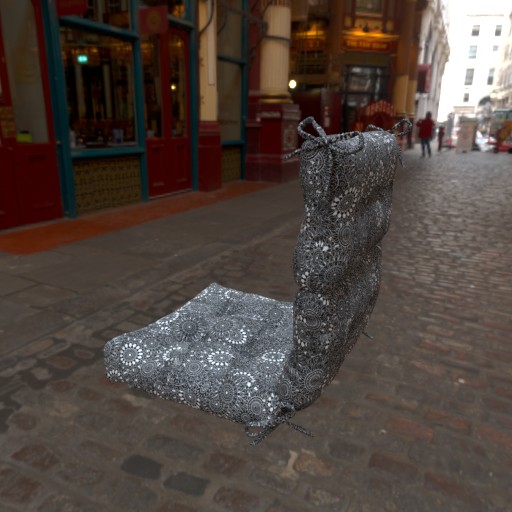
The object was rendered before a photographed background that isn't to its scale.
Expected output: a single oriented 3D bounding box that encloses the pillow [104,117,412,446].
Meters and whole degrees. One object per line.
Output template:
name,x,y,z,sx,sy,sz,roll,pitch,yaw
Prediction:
pillow,0.000,0.000,1.016,0.571,0.605,0.519,8,19,26
